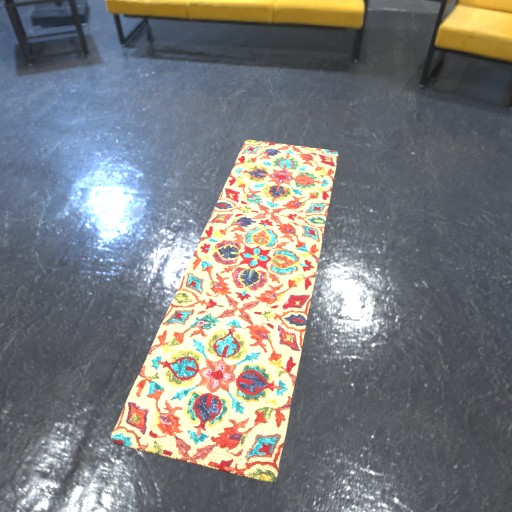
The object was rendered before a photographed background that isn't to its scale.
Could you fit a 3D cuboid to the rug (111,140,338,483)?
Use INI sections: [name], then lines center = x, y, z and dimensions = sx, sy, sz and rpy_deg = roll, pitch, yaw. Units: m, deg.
[rug]
center = 0.000, 0.000, 2.487
dimensions = 0.693, 0.016, 2.273
rpy_deg = 10, 48, 9
